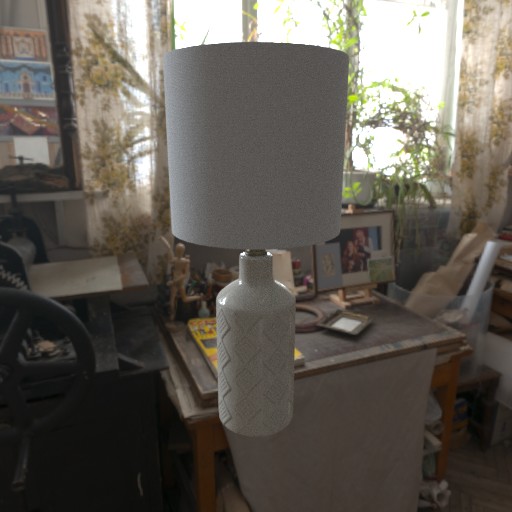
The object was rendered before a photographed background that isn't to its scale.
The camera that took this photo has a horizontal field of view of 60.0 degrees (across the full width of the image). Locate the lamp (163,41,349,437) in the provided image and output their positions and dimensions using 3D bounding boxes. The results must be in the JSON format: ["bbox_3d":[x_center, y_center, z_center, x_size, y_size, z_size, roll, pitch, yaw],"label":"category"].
[{"bbox_3d":[0.000,0.000,0.562,0.207,0.461,0.207,8,18,27],"label":"lamp"}]
